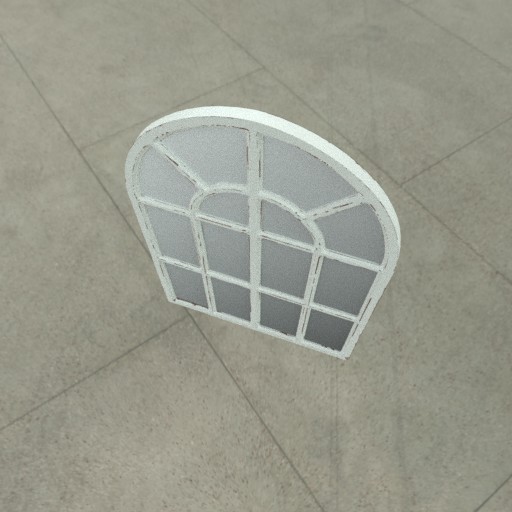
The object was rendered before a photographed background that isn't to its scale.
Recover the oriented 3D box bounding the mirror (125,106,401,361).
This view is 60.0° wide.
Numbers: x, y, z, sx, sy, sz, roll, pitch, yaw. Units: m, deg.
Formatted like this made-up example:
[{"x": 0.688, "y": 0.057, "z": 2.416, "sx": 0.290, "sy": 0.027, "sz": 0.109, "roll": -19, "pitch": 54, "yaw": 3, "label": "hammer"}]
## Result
[{"x": 0.000, "y": 0.000, "z": 1.158, "sx": 0.660, "sy": 0.920, "sz": 0.032, "roll": 17, "pitch": 59, "yaw": 10, "label": "mirror"}]
